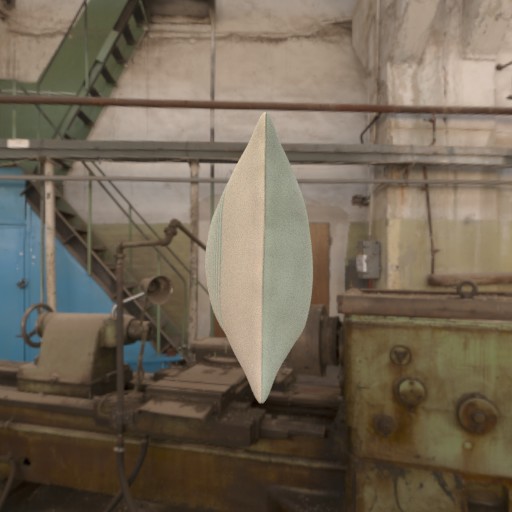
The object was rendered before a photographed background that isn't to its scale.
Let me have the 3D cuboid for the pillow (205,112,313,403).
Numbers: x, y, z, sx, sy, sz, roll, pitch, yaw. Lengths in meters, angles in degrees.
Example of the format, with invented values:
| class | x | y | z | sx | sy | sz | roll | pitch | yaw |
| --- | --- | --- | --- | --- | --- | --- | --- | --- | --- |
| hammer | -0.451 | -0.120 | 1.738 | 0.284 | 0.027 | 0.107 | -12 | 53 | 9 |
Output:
| class | x | y | z | sx | sy | sz | roll | pitch | yaw |
| --- | --- | --- | --- | --- | --- | --- | --- | --- | --- |
| pillow | 0.000 | 0.000 | 0.724 | 0.151 | 0.287 | 0.610 | 0 | 0 | -1 |
